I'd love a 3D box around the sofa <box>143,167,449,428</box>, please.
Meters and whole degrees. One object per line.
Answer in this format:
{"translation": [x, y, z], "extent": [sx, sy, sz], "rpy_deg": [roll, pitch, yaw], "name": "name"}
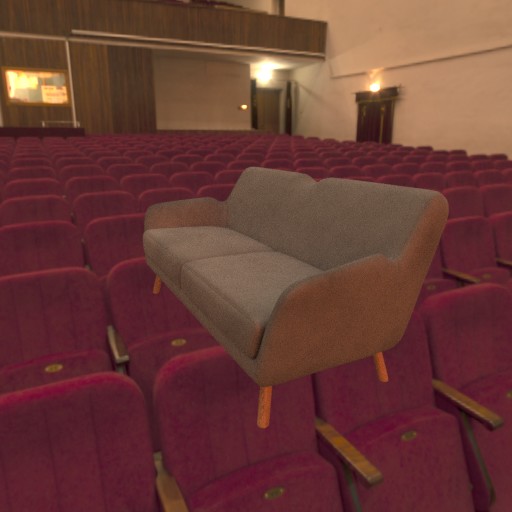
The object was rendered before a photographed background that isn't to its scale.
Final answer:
{"translation": [0.000, 0.000, 2.324], "extent": [0.850, 0.810, 1.870], "rpy_deg": [-7, 17, -25], "name": "sofa"}
